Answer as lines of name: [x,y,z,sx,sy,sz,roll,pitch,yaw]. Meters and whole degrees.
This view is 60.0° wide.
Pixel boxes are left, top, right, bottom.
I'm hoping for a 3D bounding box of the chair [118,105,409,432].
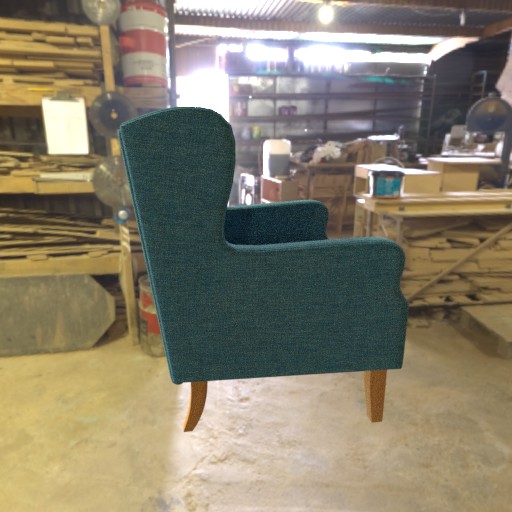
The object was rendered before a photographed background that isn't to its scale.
chair: [0.000,0.000,1.519,0.775,0.952,0.711,-3,17,-9]
